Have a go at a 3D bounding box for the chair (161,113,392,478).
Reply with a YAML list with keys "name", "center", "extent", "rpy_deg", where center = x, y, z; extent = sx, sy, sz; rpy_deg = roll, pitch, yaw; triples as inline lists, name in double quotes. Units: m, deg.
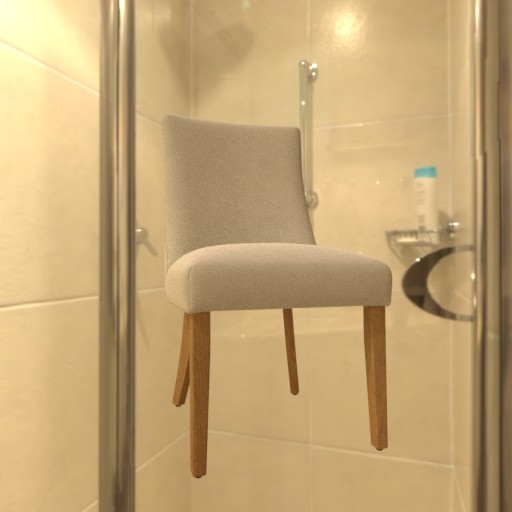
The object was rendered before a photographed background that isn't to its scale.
- name: "chair"
  center: [0.000, 0.000, 1.231]
  extent: [0.495, 0.902, 0.610]
  rpy_deg: [0, -1, -18]
